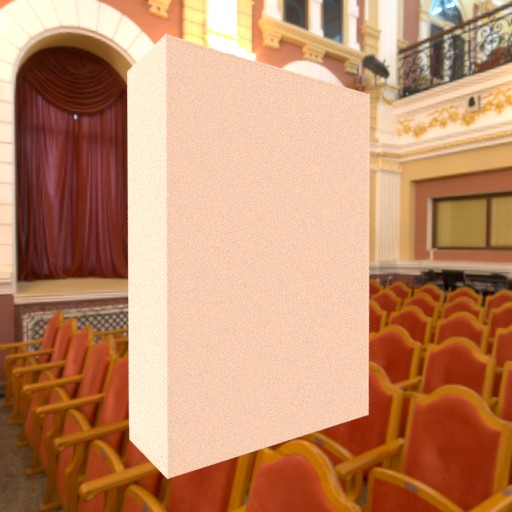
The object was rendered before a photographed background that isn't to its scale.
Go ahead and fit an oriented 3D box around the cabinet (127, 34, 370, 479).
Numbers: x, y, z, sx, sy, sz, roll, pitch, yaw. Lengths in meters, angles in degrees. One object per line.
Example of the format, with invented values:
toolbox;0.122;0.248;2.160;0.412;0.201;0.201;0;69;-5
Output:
cabinet;0.000;0.000;2.480;1.290;1.910;0.510;-1;1;-35
